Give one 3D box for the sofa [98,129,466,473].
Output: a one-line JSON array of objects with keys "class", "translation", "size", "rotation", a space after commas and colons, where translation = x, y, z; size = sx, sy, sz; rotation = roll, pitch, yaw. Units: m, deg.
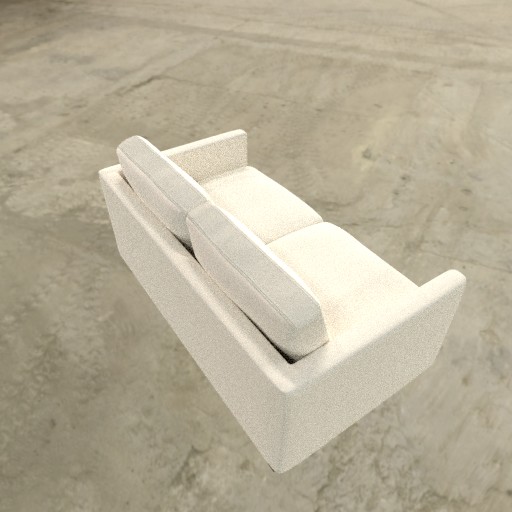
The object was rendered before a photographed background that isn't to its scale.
[{"class": "sofa", "translation": [0.000, 0.000, 2.240], "size": [0.964, 0.888, 1.702], "rotation": [-24, 46, -25]}]
